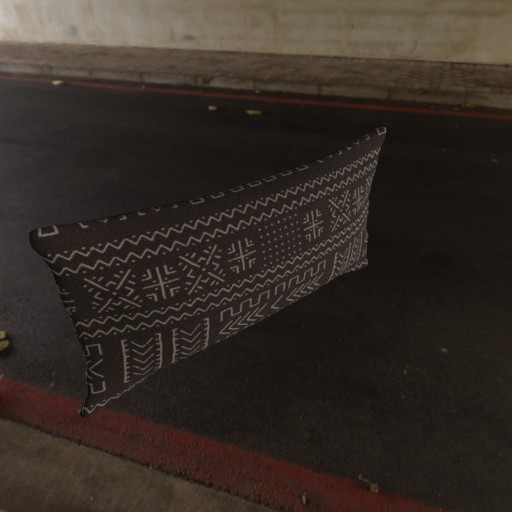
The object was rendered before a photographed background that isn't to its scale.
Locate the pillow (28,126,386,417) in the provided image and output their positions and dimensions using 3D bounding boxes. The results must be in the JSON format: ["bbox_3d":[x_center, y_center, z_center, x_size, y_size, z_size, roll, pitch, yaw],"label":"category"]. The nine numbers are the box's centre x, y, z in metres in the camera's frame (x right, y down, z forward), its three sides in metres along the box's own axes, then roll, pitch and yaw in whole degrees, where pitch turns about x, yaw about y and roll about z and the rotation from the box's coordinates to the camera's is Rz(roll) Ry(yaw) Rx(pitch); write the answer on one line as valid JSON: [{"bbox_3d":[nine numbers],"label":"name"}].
[{"bbox_3d":[0.000,0.000,0.755,0.667,0.322,0.135,-23,39,-32],"label":"pillow"}]
